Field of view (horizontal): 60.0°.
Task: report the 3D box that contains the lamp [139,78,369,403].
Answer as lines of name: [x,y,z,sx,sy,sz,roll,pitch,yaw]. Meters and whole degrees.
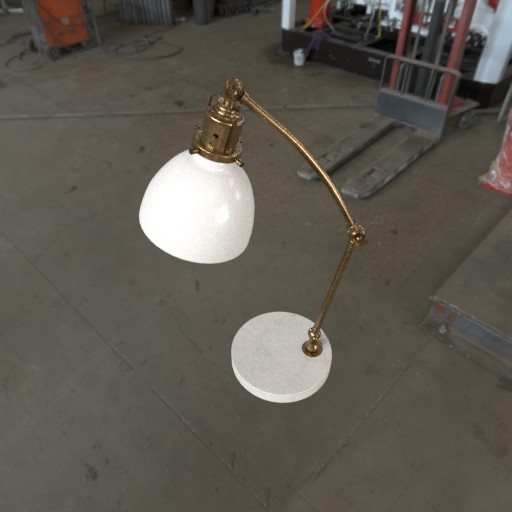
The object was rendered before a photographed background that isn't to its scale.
lamp: [0.000,0.000,0.662,0.317,0.522,0.186,-1,42,-1]
